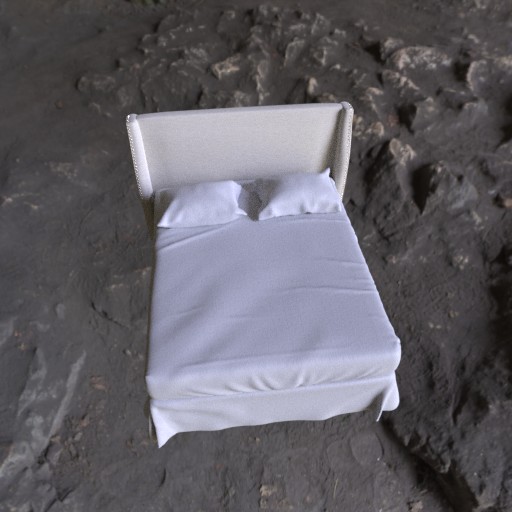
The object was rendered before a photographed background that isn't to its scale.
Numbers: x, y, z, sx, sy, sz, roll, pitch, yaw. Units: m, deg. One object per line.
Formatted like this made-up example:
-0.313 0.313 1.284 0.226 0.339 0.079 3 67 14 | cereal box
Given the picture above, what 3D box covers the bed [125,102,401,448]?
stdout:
0.000 0.000 3.446 1.925 1.332 2.276 -5 46 -5 | bed
